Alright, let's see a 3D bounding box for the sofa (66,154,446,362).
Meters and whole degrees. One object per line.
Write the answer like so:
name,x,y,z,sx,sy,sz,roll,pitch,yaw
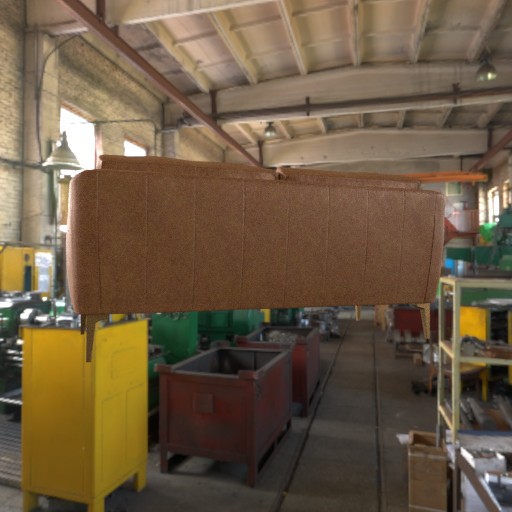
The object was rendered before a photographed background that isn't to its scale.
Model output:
sofa,0.000,0.000,2.581,2.036,0.945,0.981,0,-1,-19
